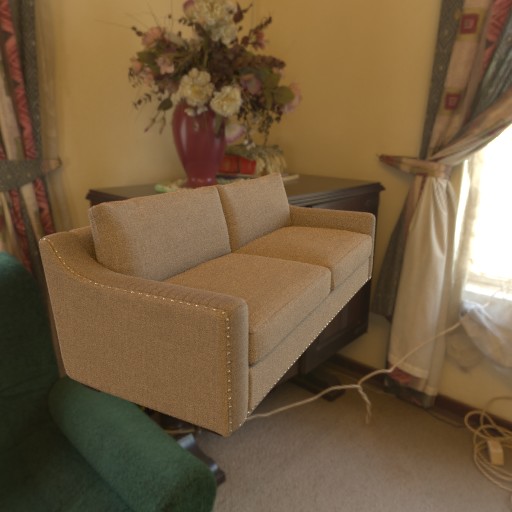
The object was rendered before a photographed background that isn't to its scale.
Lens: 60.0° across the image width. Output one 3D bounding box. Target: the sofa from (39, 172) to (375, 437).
[{"bbox_3d":[0.000,0.000,2.718,1.000,0.857,2.208,8,17,27],"label":"sofa"}]
